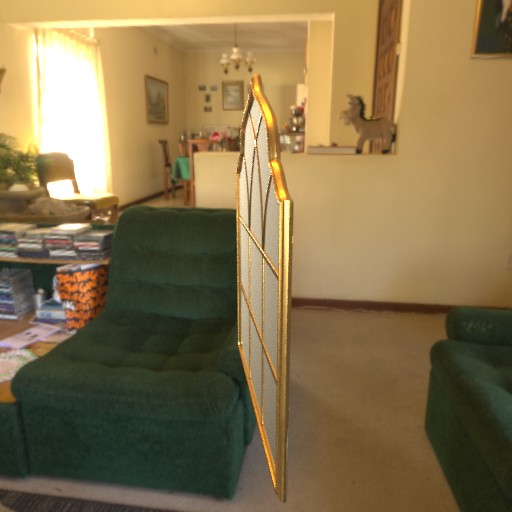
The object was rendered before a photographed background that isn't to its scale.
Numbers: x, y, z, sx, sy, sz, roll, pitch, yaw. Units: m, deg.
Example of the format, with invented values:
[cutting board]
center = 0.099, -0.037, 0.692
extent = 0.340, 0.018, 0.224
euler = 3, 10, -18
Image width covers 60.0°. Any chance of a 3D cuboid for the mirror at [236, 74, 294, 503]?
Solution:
[mirror]
center = 0.000, 0.000, 0.830
extent = 0.018, 0.635, 0.513
euler = -2, 16, -9
